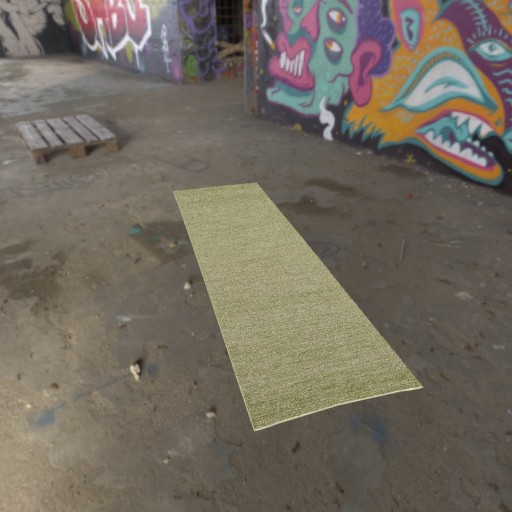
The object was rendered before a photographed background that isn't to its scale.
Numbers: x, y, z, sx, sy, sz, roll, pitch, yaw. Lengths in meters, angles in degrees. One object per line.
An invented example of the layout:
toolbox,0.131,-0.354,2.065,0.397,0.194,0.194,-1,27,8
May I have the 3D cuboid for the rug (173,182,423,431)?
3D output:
rug,0.000,0.000,2.597,0.686,0.013,2.340,-8,31,-14
